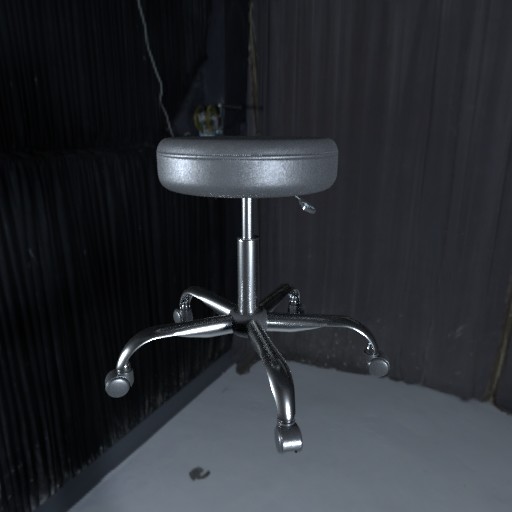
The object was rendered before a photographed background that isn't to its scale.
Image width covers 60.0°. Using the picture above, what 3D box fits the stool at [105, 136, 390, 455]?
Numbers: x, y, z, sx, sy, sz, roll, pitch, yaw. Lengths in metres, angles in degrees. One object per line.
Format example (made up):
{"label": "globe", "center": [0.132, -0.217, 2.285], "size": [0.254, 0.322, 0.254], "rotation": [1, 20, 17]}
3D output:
{"label": "stool", "center": [0.000, 0.000, 1.109], "size": [0.673, 0.576, 0.638], "rotation": [8, 18, 26]}
